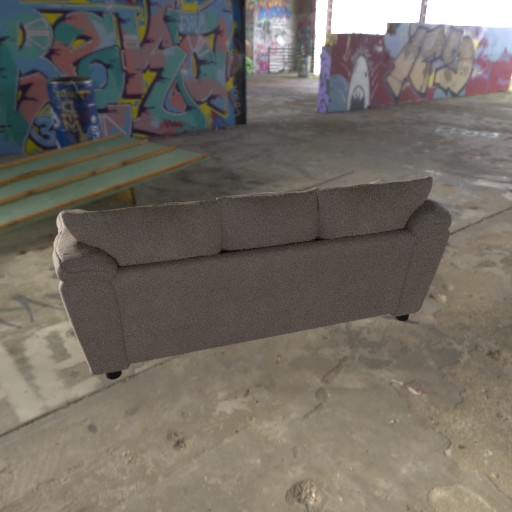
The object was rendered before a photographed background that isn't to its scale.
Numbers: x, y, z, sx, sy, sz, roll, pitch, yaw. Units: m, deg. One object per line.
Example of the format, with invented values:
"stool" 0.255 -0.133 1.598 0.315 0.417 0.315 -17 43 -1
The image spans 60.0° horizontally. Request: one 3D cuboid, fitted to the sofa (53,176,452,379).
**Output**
"sofa" 0.000 0.000 2.848 2.334 0.996 0.878 -8 27 -16
